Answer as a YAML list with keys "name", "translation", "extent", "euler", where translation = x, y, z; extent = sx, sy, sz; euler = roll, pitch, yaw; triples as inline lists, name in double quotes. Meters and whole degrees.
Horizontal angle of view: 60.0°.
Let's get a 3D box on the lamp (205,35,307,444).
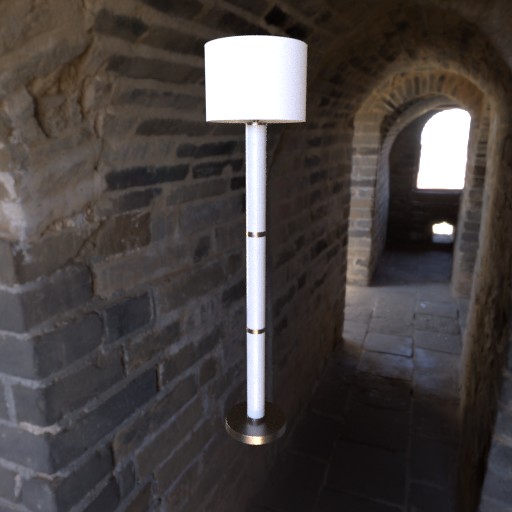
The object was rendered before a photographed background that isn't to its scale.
- name: "lamp"
  translation: [0.000, 0.000, 1.830]
  extent: [0.377, 1.599, 0.377]
  euler: [-7, 16, -25]
